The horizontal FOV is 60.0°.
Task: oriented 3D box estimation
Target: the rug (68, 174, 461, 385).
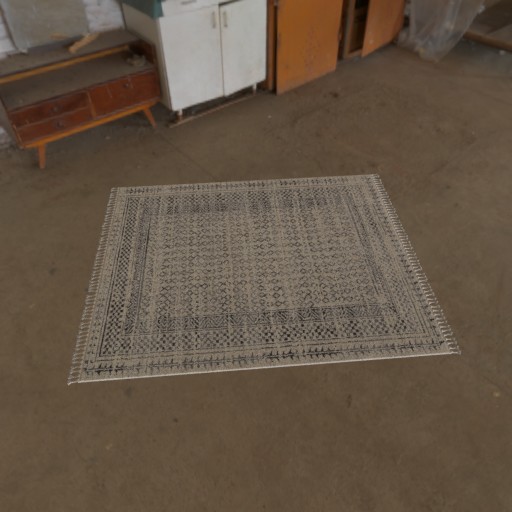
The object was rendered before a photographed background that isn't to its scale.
[{"bbox_3d":[0.000,0.000,4.048,2.940,0.013,2.312,-4,46,-3],"label":"rug"}]
